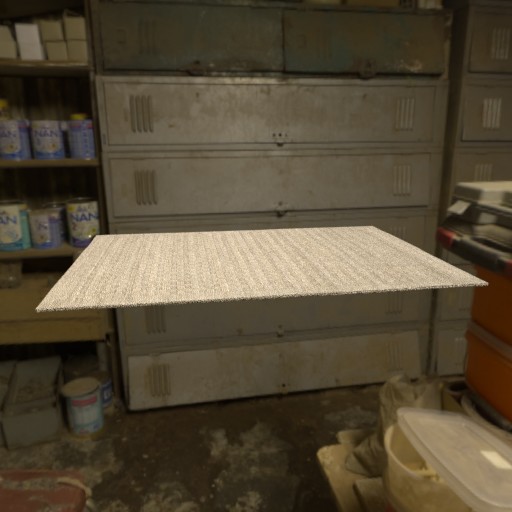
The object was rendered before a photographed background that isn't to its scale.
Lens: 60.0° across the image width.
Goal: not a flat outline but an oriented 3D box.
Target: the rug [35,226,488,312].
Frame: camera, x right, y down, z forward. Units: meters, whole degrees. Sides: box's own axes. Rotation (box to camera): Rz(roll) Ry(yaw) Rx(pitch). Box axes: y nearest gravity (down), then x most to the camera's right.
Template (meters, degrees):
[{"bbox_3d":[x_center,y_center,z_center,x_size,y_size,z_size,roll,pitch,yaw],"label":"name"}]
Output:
[{"bbox_3d":[0.000,0.000,2.927,2.297,0.018,1.532,-2,16,-9],"label":"rug"}]
